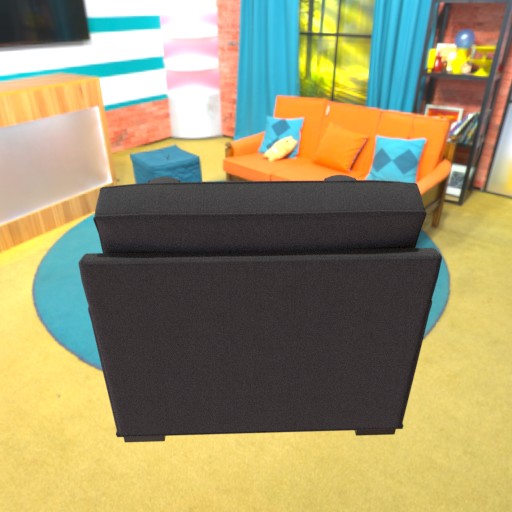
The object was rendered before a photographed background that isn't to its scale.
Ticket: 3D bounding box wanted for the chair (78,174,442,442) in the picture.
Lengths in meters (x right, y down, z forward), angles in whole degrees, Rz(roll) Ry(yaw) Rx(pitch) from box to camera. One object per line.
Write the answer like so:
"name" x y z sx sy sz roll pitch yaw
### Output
"chair" 0.000 0.000 1.777 0.997 0.913 1.043 -1 30 -2
